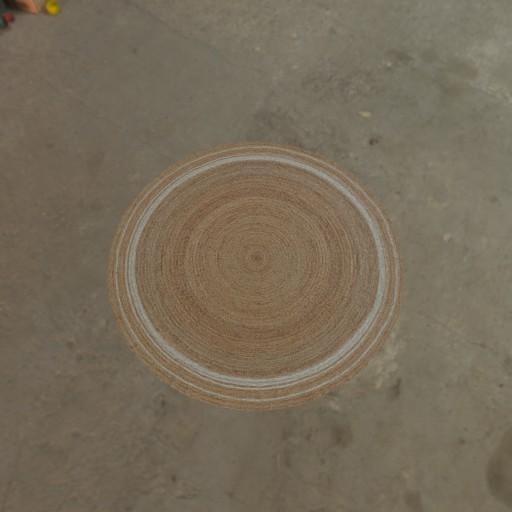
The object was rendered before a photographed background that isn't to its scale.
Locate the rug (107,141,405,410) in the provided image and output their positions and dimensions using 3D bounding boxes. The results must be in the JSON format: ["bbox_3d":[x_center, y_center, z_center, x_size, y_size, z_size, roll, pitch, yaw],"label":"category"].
[{"bbox_3d":[0.000,0.000,3.685,2.444,0.015,2.444,0,63,0],"label":"rug"}]
